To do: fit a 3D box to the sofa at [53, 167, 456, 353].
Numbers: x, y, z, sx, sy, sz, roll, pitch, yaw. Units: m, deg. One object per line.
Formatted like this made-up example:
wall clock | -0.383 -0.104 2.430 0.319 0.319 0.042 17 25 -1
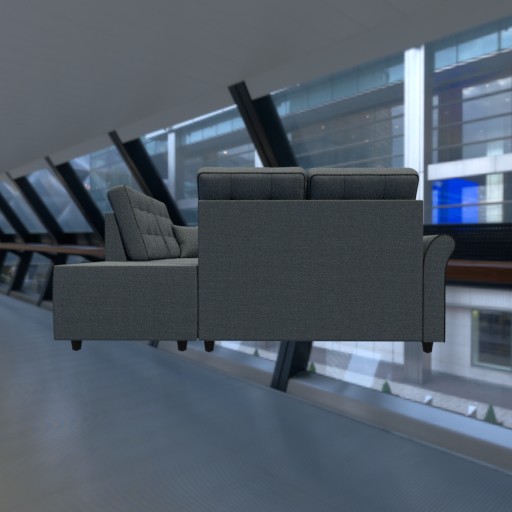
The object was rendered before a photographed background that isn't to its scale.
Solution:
sofa | 0.000 0.000 3.297 2.068 0.988 2.070 0 1 1
